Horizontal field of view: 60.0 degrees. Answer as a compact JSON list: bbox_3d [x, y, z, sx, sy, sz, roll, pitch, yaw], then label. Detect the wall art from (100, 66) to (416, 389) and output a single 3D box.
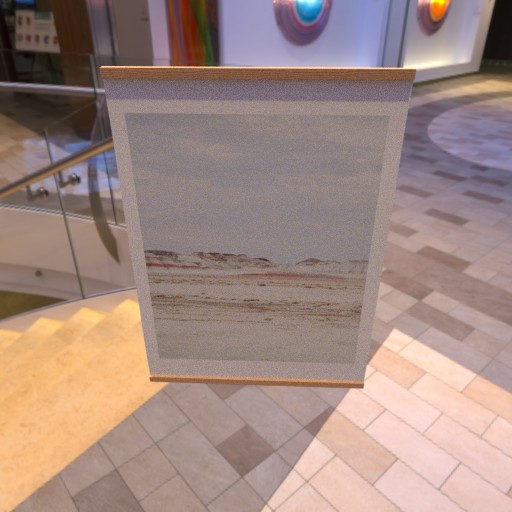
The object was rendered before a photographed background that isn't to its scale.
[{"bbox_3d":[0.000,0.000,1.291,0.739,1.016,0.020,1,30,2],"label":"wall art"}]
